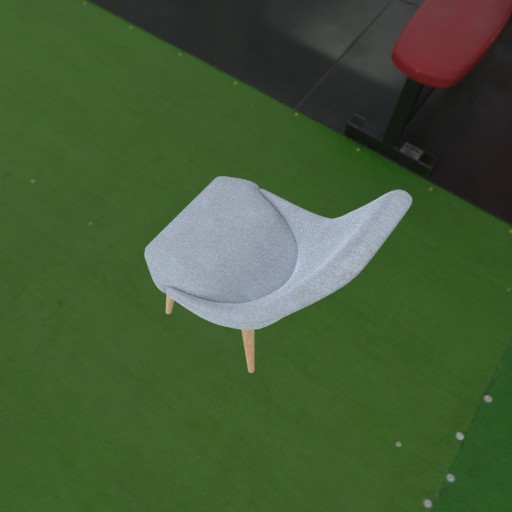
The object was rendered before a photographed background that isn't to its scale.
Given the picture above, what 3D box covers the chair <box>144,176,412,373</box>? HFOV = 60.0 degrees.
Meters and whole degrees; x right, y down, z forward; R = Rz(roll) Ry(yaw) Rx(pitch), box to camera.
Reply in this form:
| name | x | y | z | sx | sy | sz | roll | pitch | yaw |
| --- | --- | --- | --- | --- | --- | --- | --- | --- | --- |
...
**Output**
| name | x | y | z | sx | sy | sz | roll | pitch | yaw |
| --- | --- | --- | --- | --- | --- | --- | --- | --- | --- |
| chair | 0.000 | 0.000 | 1.407 | 0.660 | 1.040 | 0.510 | 35 | 69 | 16 |
